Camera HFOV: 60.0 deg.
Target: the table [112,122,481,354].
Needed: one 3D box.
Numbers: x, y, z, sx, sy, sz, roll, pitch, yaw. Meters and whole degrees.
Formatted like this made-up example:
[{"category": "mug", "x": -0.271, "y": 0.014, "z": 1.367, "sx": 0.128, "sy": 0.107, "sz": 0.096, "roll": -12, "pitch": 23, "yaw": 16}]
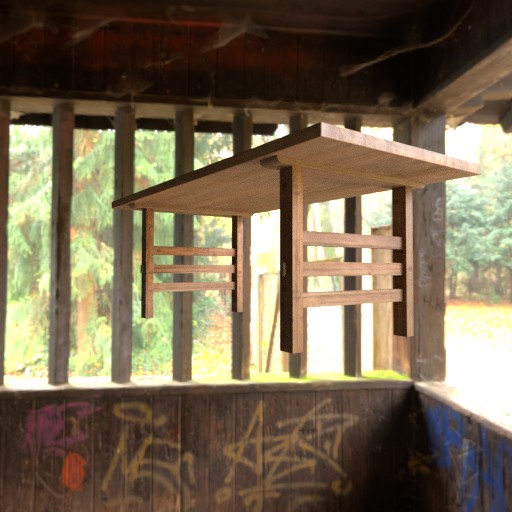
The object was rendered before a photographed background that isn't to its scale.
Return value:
[{"category": "table", "x": 0.000, "y": 0.000, "z": 2.434, "sx": 0.952, "sy": 0.760, "sz": 2.003, "roll": 1, "pitch": -2, "yaw": -36}]
